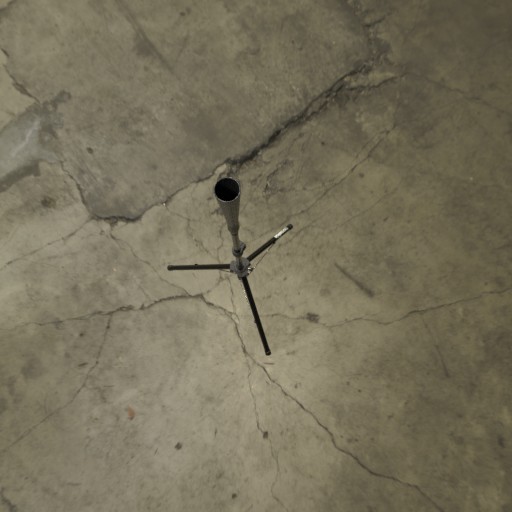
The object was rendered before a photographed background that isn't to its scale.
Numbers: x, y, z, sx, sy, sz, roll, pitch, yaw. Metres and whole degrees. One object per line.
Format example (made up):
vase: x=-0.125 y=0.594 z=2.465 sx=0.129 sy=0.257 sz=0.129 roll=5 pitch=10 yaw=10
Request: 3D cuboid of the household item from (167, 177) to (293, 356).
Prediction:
household item: x=0.000 y=0.000 z=1.391 sx=0.559 sy=1.067 sz=0.559 roll=-34 pitch=79 yaw=-7
